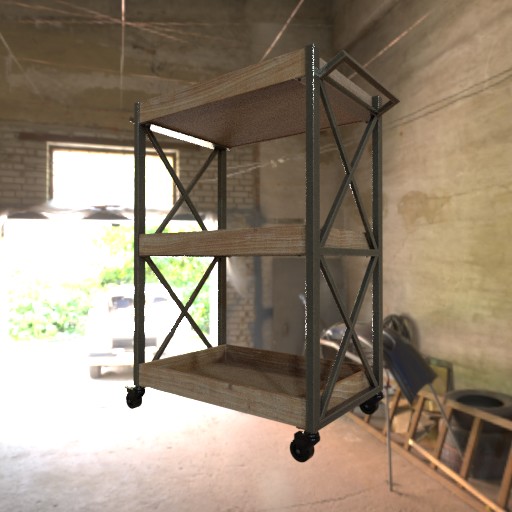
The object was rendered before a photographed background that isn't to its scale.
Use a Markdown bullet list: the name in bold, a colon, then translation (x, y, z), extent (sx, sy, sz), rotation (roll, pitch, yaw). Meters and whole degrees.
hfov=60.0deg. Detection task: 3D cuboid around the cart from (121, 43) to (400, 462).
- **cart**: translation (0.000, 0.000, 1.186), extent (0.673, 0.835, 0.377), rotation (0, -1, 37)
